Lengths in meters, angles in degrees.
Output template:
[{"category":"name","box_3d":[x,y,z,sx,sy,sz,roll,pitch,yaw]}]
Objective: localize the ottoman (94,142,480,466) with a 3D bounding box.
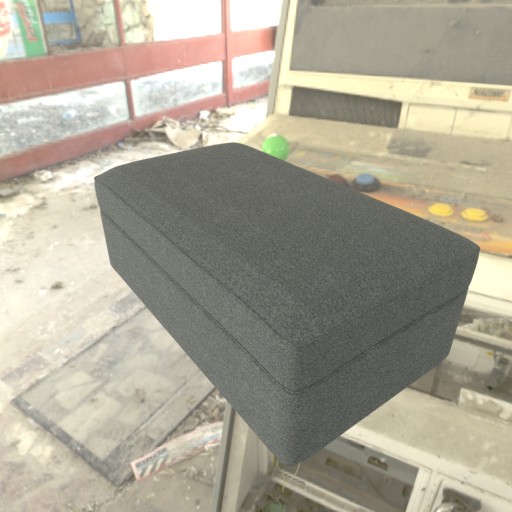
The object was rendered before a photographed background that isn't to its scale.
[{"category":"ottoman","box_3d":[0.000,0.000,1.515,0.681,0.494,1.173,-21,37,-31]}]
